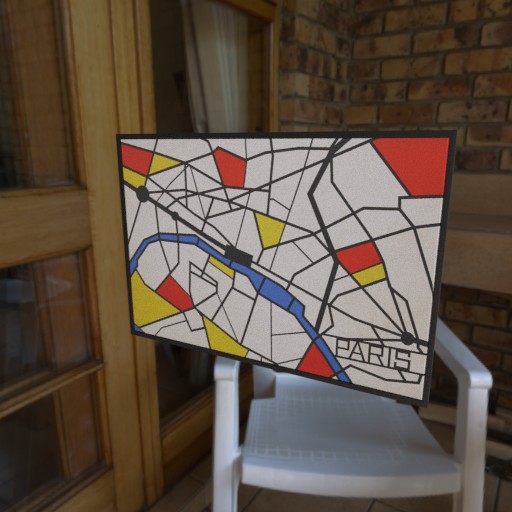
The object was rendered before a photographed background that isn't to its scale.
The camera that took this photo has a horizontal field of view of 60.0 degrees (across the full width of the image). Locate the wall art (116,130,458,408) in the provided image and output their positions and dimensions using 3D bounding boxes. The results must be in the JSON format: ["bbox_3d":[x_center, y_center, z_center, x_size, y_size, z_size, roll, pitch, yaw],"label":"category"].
[{"bbox_3d":[0.000,0.000,1.237,0.963,0.665,0.013,7,16,26],"label":"wall art"}]
